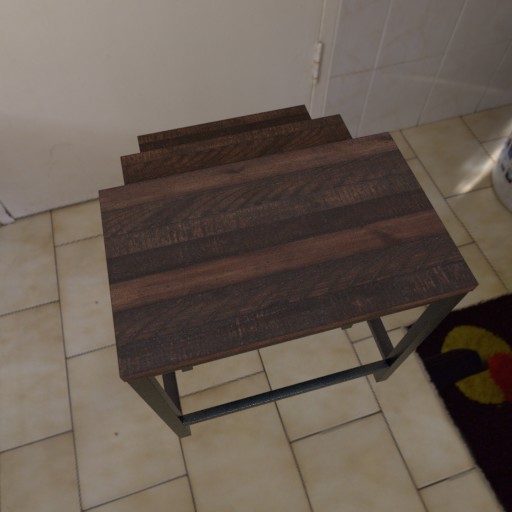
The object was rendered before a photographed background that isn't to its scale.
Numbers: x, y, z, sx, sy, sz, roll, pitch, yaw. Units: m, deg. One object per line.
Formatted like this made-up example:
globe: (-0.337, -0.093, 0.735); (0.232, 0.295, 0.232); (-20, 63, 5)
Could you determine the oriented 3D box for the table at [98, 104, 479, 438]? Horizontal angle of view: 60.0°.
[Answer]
table: (0.000, 0.000, 1.139); (0.608, 0.616, 0.660); (-13, 60, -8)
